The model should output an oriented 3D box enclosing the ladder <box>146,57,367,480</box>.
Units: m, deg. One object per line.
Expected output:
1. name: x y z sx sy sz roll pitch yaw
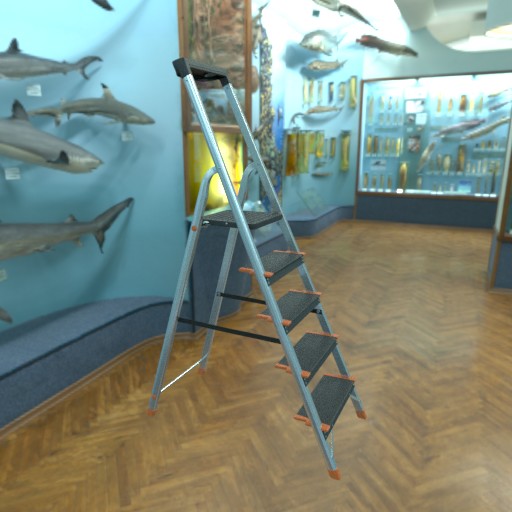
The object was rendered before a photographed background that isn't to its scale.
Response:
1. ladder: 0.000 0.000 2.000 0.995 1.646 0.480 7 16 26
